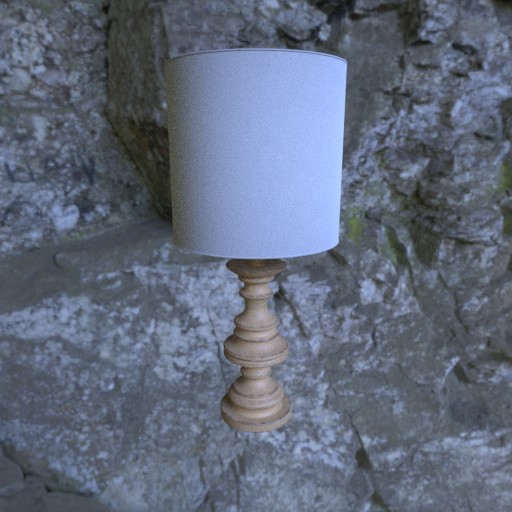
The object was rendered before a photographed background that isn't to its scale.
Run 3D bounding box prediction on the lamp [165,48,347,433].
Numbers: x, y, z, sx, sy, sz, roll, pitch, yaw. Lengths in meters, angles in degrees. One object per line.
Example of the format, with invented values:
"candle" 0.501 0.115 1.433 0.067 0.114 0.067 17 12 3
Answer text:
"lamp" 0.000 0.000 0.573 0.208 0.455 0.208 -2 15 -9
